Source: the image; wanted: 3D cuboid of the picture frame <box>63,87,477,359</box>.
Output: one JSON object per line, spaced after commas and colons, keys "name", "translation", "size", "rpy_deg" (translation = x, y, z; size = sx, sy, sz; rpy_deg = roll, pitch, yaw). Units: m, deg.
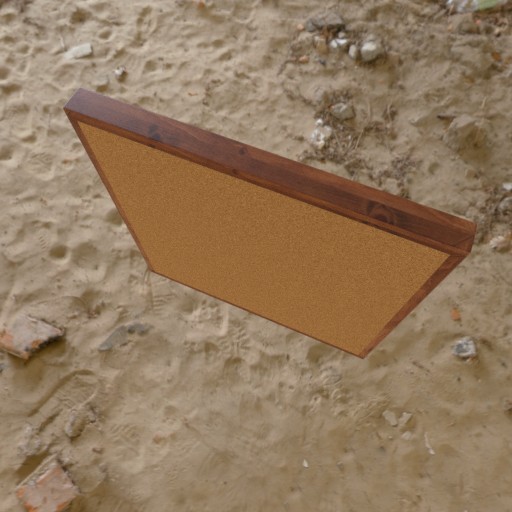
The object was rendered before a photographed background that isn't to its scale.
{"name": "picture frame", "translation": [0.000, 0.000, 0.518], "size": [0.352, 0.356, 0.028], "rpy_deg": [21, 66, 10]}
